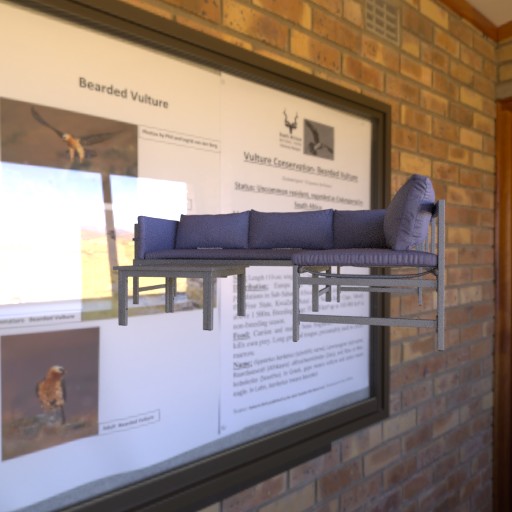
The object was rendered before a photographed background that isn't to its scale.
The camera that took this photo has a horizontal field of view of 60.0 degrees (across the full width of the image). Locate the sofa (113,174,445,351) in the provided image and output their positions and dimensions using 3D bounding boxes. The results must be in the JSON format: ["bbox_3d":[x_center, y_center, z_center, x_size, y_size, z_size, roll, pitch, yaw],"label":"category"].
[{"bbox_3d":[0.000,0.000,2.939,2.149,0.762,1.658,0,1,17],"label":"sofa"}]
